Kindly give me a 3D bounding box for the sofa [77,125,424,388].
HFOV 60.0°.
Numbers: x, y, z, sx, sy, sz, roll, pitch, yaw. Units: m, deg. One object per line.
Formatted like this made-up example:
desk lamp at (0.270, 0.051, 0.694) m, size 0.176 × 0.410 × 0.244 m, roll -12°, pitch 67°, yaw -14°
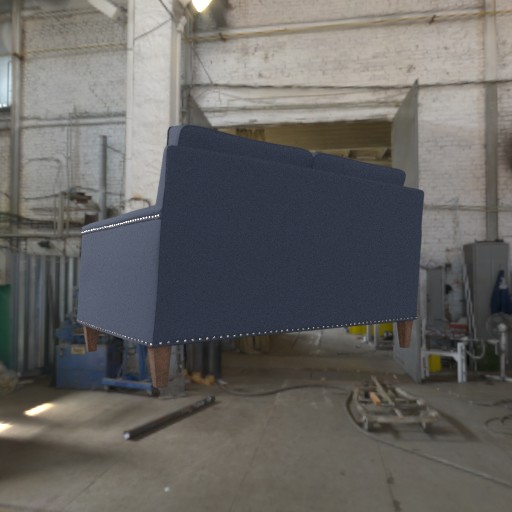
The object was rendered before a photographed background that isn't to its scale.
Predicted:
sofa at (0.000, 0.000, 2.381) m, size 1.597 × 1.003 × 1.084 m, roll 1°, pitch -2°, yaw -36°
